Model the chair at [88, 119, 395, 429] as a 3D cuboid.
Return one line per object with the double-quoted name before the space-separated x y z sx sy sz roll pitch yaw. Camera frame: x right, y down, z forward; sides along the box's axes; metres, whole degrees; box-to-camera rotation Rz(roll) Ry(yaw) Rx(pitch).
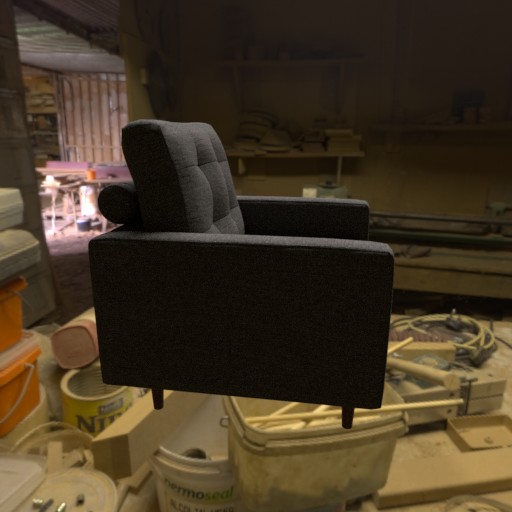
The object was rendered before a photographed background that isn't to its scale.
"chair" 0.000 0.000 1.512 0.843 0.880 0.821 3 16 9
